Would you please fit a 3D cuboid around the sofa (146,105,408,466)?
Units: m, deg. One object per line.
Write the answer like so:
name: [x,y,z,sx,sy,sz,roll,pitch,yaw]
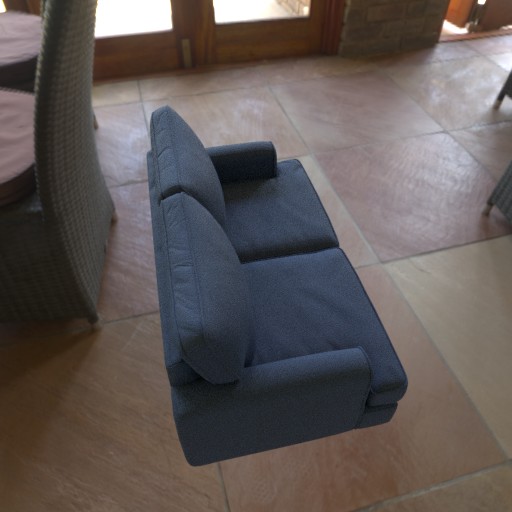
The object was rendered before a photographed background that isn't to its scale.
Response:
sofa: [0.000,0.000,2.223,0.965,0.965,1.651,-9,47,-9]
